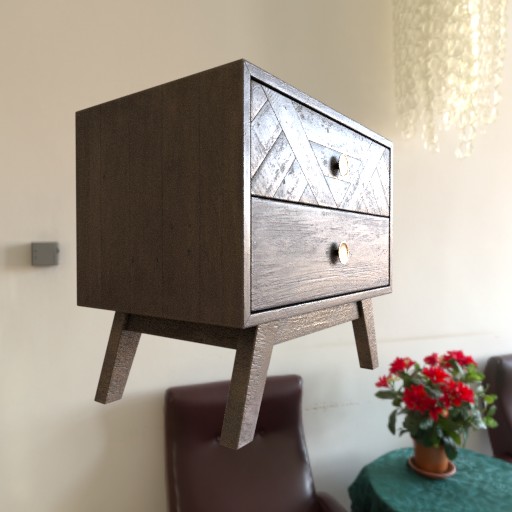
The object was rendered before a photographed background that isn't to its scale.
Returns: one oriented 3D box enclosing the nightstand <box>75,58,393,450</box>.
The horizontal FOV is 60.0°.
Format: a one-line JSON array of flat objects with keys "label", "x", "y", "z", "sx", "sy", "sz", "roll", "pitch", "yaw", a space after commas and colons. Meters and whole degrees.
[{"label": "nightstand", "x": 0.000, "y": 0.000, "z": 1.047, "sx": 0.450, "sy": 0.599, "sz": 0.650, "roll": 1, "pitch": 1, "yaw": 36}]
